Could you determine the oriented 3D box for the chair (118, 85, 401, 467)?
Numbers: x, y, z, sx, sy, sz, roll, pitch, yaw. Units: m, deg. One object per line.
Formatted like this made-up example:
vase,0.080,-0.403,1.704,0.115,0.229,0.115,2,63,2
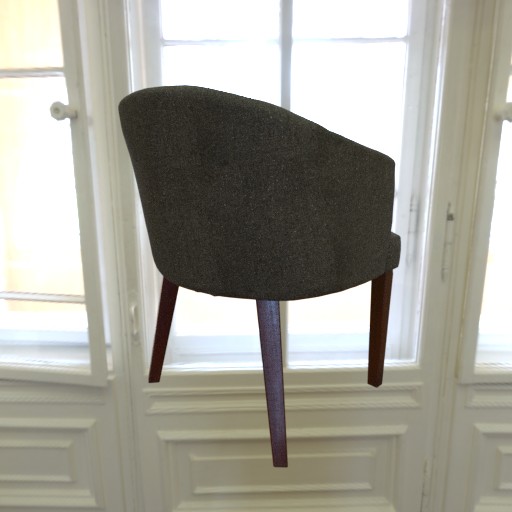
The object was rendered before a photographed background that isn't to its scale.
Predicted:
chair,0.000,0.000,1.203,0.655,0.811,0.583,-13,19,-43
